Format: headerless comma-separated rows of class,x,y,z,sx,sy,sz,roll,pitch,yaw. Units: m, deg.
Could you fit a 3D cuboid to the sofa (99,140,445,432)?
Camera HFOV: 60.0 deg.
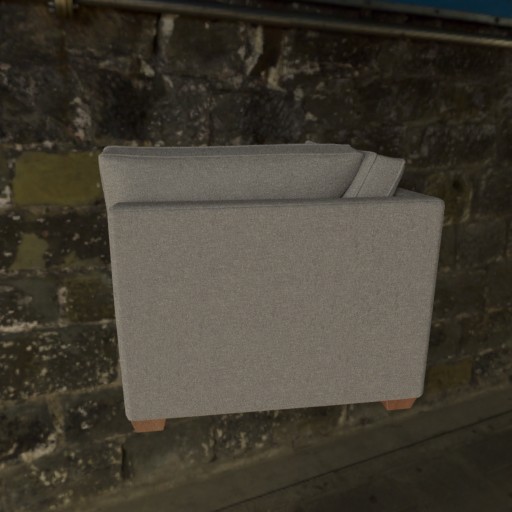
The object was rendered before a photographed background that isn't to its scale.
sofa,0.000,0.000,2.004,1.146,1.002,1.084,-2,16,-8
